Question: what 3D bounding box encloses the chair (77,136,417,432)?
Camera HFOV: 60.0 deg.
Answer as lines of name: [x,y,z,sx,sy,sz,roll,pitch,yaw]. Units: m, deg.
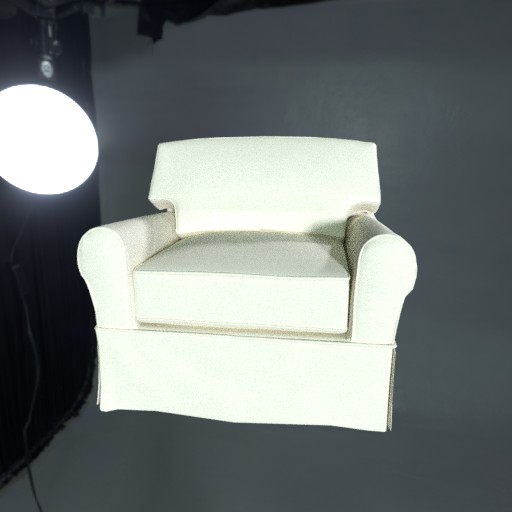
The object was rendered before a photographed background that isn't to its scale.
chair: [0.000,0.000,1.794,1.099,0.958,0.904,2,13,8]
